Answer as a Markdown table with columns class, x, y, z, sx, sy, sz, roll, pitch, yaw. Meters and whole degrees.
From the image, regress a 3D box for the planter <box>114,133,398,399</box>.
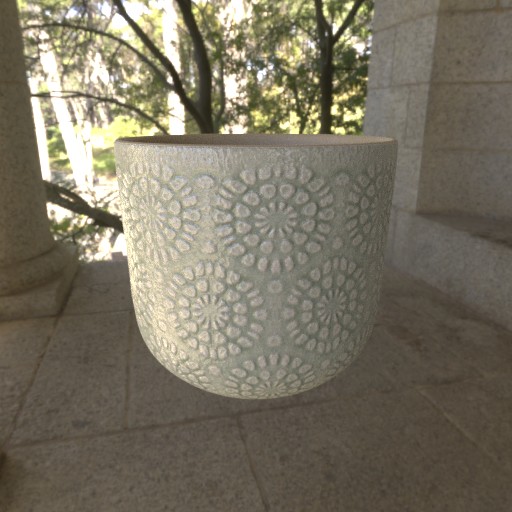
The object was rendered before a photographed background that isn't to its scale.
| class | x | y | z | sx | sy | sz | roll | pitch | yaw |
| --- | --- | --- | --- | --- | --- | --- | --- | --- | --- |
| planter | 0.000 | 0.000 | 0.297 | 0.169 | 0.153 | 0.169 | 0 | 17 | 0 |
